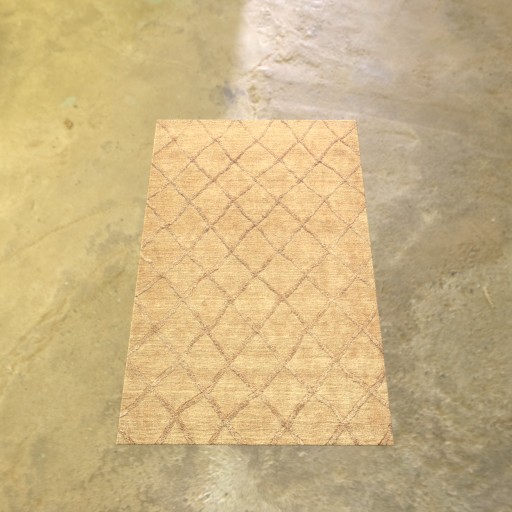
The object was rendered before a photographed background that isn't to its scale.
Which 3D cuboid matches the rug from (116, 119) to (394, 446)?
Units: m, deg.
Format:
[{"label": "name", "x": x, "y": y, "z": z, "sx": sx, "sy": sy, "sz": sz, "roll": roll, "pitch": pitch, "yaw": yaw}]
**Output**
[{"label": "rug", "x": 0.000, "y": 0.000, "z": 2.918, "sx": 1.528, "sy": 0.014, "sz": 2.292, "roll": 0, "pitch": 65, "yaw": 0}]
